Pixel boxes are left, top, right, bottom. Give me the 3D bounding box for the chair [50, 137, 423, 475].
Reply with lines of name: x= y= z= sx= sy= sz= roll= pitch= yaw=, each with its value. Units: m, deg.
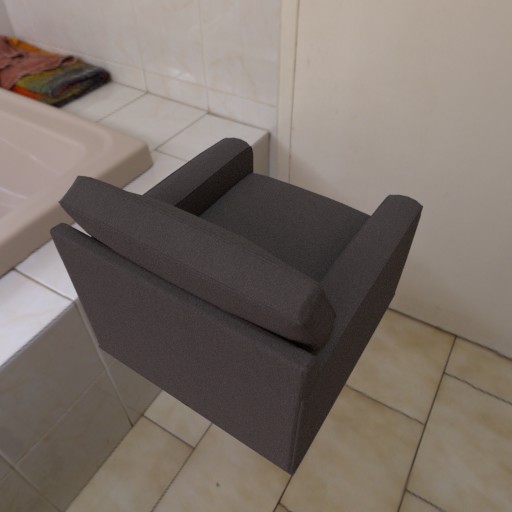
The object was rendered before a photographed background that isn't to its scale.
chair: x=0.000 y=0.000 z=1.797 sx=0.997 sy=0.913 sz=1.043 roll=25 pitch=50 yaw=23
